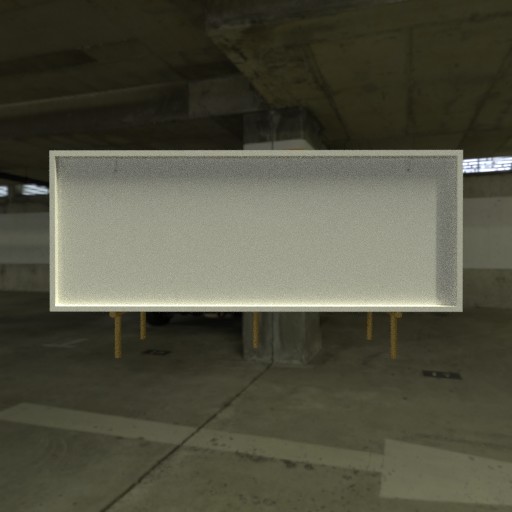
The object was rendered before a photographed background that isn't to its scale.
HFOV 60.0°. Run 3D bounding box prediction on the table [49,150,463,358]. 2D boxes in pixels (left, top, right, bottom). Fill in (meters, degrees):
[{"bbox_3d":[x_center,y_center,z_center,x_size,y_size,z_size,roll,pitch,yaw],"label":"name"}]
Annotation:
[{"bbox_3d":[0.000,0.000,1.864,1.500,0.769,0.508,0,0,0],"label":"table"}]
